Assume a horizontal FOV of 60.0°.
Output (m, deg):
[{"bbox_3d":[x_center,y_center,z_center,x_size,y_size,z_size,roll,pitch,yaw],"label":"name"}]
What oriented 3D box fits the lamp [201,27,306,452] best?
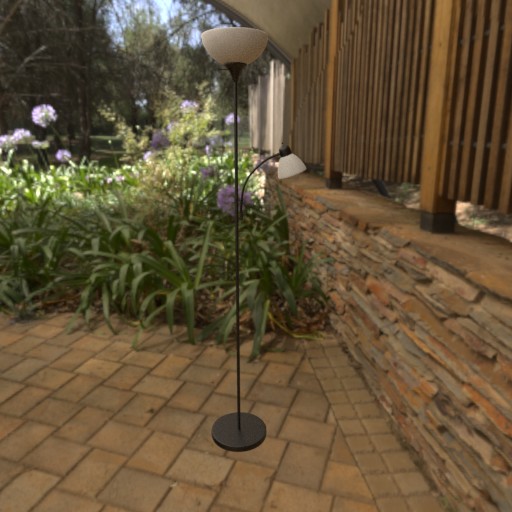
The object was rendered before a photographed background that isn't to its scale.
[{"bbox_3d":[0.000,0.000,1.990,0.442,1.804,0.279,-3,14,-10],"label":"lamp"}]
